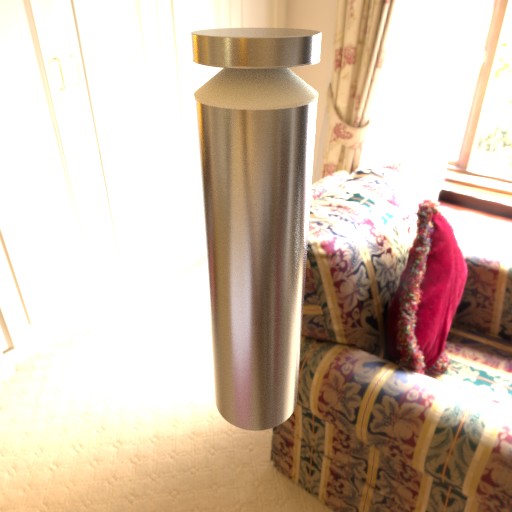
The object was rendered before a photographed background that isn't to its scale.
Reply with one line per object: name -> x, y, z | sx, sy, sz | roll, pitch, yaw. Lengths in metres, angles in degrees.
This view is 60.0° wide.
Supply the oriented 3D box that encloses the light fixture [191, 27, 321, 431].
light fixture -> 0.000, 0.000, 0.443 | 0.102, 0.400, 0.102 | 0, 31, 0
